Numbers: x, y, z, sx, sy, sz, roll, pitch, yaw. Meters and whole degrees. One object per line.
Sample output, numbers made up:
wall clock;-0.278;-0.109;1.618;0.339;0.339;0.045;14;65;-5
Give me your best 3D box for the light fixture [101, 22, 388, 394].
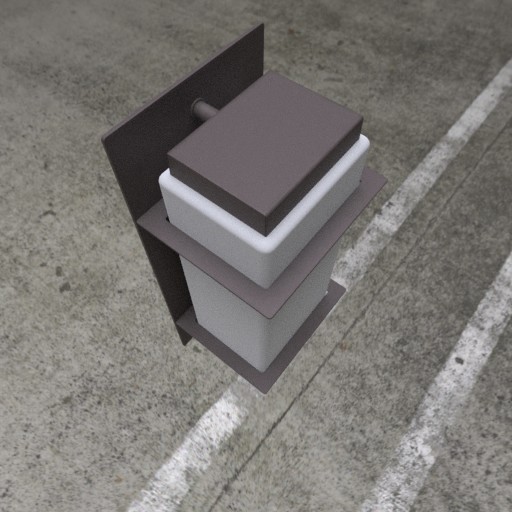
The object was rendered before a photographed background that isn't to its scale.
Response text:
light fixture;0.000;0.000;0.420;0.146;0.347;0.153;34;64;19
